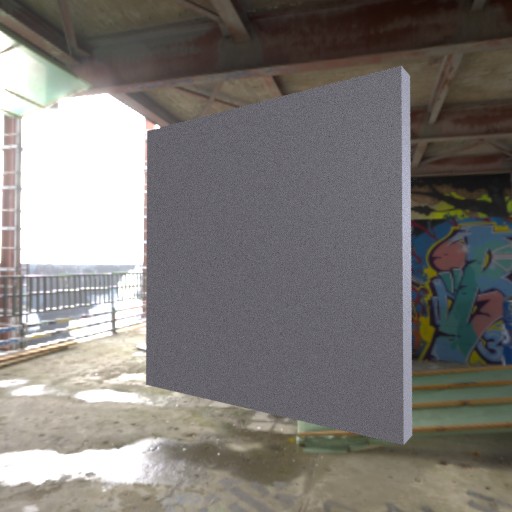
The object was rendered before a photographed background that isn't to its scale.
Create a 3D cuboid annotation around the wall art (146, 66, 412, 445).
[{"bbox_3d":[0.000,0.000,0.528,0.355,0.355,0.027,-1,-1,35],"label":"wall art"}]
